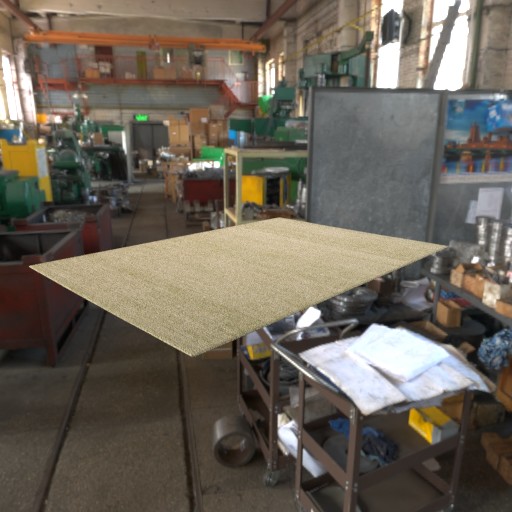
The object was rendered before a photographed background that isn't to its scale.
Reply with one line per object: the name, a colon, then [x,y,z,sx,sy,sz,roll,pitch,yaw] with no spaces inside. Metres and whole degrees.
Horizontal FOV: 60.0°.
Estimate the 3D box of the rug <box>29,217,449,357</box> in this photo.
rug: [0.000,0.000,5.035,2.782,0.025,3.935,15,21,43]
